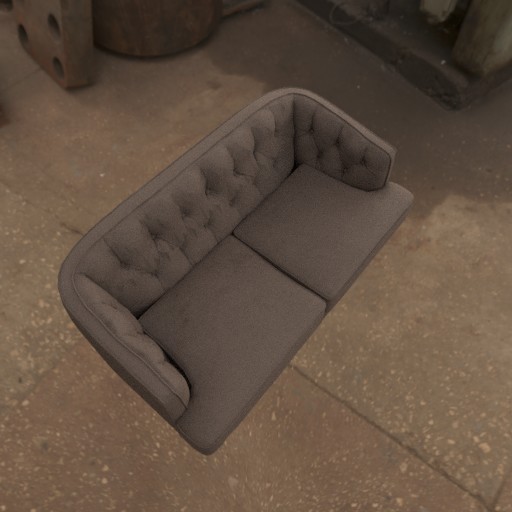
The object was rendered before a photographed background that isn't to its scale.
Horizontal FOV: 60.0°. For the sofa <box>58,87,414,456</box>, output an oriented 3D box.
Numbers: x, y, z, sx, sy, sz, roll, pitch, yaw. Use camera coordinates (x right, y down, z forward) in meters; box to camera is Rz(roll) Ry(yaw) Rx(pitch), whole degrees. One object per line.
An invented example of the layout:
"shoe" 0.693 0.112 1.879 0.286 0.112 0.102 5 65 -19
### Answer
"sofa" 0.000 0.000 2.290 0.941 0.855 1.733 35 64 20
